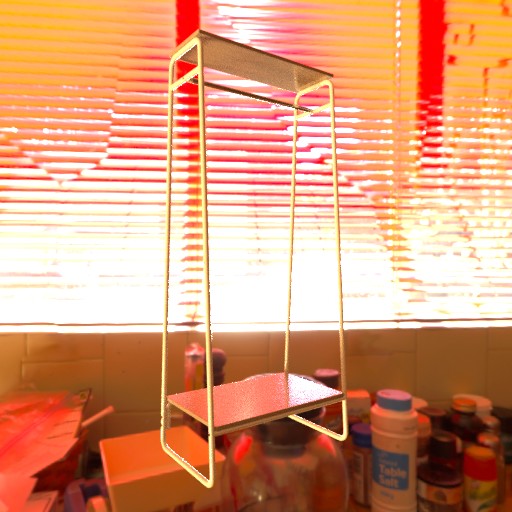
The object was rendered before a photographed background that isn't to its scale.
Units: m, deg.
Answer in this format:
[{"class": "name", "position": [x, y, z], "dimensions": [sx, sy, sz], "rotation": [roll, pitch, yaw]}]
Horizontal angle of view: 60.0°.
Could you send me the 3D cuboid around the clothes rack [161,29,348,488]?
[{"class": "clothes rack", "position": [0.000, 0.000, 1.756], "dimensions": [0.640, 1.512, 0.400], "rotation": [0, 0, -36]}]
